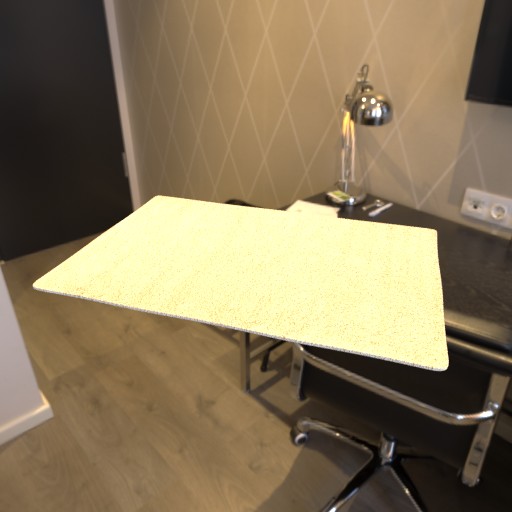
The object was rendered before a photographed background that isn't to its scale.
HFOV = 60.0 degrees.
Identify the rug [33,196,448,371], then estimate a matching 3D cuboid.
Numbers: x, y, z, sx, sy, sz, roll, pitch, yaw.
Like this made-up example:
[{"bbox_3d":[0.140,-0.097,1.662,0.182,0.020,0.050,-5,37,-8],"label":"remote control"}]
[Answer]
[{"bbox_3d":[0.000,0.000,3.432,2.698,0.025,1.798,9,30,15],"label":"rug"}]
